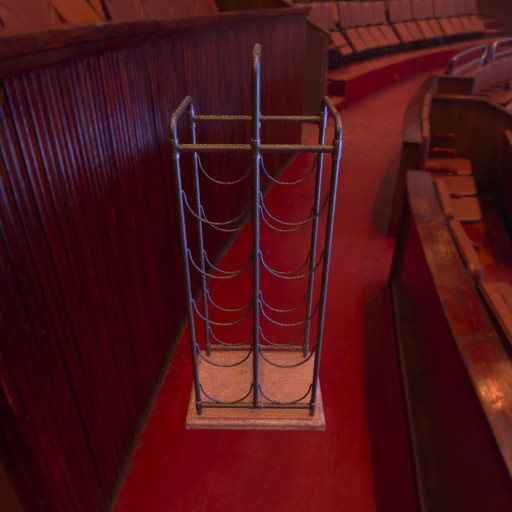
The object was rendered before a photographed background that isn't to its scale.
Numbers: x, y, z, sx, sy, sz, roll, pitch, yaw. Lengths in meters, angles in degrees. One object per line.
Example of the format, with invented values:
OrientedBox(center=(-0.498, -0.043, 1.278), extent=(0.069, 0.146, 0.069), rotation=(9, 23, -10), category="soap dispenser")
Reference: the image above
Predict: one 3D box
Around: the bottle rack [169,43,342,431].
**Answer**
OrientedBox(center=(0.000, 0.000, 0.795), extent=(0.276, 0.680, 0.208), rotation=(0, 31, 1), category="bottle rack")
